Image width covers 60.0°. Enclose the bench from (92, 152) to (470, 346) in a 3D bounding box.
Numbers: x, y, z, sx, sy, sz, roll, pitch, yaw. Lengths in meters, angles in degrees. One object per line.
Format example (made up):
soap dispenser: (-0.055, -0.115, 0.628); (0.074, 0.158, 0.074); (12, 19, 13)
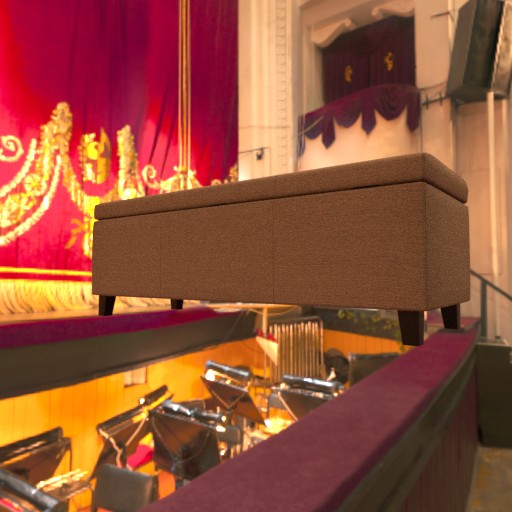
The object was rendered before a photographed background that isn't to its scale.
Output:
bench: (0.000, 0.000, 1.496); (1.269, 0.438, 0.446); (-2, -3, 37)
